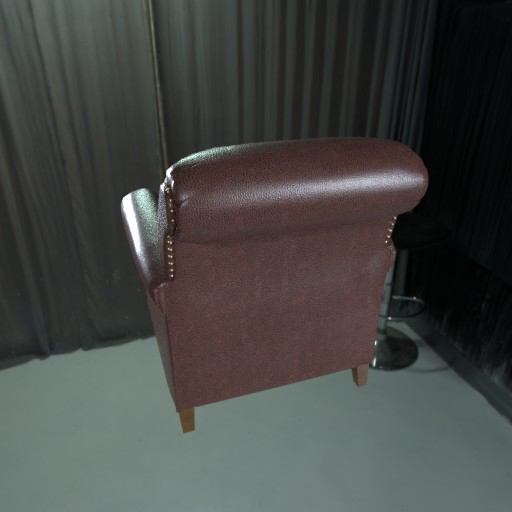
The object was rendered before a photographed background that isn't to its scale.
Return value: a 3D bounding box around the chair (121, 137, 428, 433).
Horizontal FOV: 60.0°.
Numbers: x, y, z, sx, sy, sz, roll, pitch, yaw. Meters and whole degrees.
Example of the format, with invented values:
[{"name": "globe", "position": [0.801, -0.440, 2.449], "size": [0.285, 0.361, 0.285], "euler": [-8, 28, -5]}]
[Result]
[{"name": "chair", "position": [0.000, 0.000, 1.576], "size": [0.854, 0.927, 0.890], "euler": [-9, 28, -17]}]
